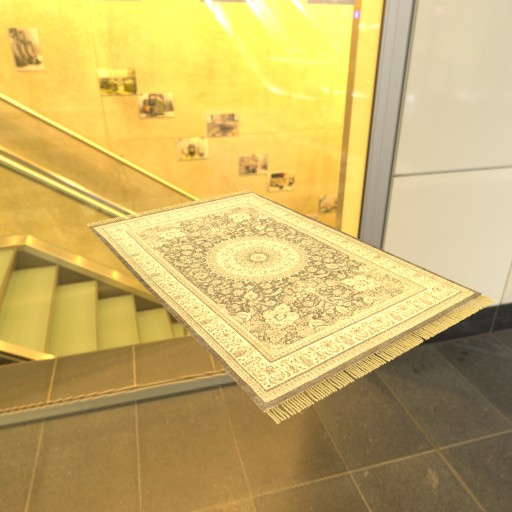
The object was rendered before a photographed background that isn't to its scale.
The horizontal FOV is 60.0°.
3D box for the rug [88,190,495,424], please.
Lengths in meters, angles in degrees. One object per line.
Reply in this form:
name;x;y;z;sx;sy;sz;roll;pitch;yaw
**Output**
rug;0.000;0.000;4.125;2.143;0.015;3.422;-17;31;-31
